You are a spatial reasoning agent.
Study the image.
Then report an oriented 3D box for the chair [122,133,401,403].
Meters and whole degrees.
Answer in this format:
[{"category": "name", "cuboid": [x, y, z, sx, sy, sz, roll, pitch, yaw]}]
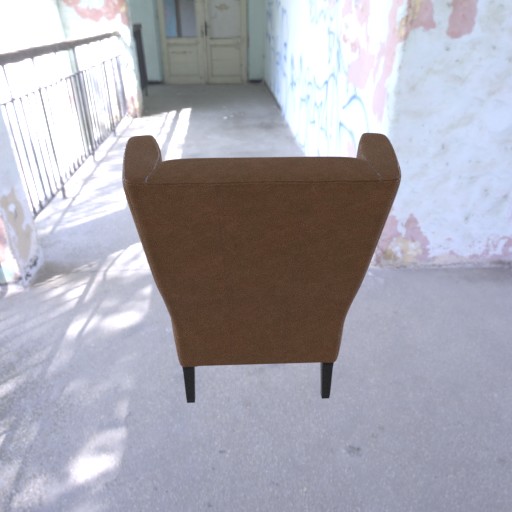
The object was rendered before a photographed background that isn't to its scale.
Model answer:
[{"category": "chair", "cuboid": [0.000, 0.000, 1.690, 0.852, 1.016, 0.925, -1, 30, -2]}]
